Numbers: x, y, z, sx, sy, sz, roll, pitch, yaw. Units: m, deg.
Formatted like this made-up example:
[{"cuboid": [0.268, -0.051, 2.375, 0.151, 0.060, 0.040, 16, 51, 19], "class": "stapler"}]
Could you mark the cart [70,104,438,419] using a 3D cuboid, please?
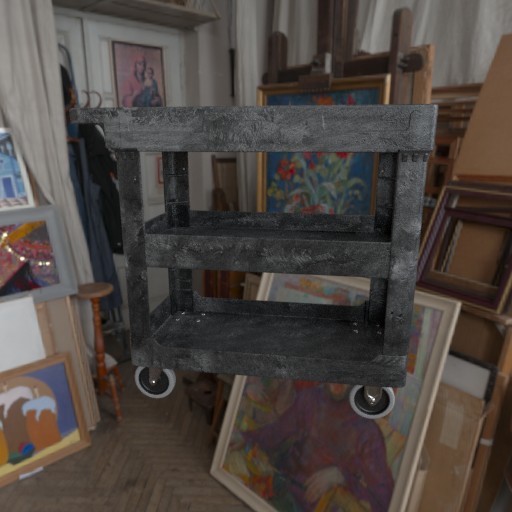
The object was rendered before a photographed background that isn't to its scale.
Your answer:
[{"cuboid": [0.000, 0.000, 1.324, 0.877, 0.824, 0.420, 2, 15, 9], "class": "cart"}]
